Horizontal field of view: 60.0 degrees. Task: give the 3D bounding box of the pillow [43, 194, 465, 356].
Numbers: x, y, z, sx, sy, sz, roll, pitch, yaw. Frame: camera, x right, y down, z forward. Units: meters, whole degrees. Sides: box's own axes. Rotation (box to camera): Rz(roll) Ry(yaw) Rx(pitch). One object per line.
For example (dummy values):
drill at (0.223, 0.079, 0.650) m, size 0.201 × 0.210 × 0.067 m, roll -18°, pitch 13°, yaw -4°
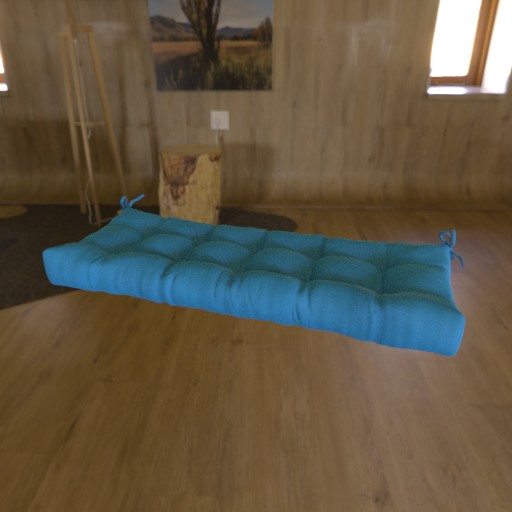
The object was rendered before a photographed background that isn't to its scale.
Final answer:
pillow at (0.000, 0.000, 1.325) m, size 1.194 × 0.174 × 0.511 m, roll 8°, pitch 27°, yaw 16°
